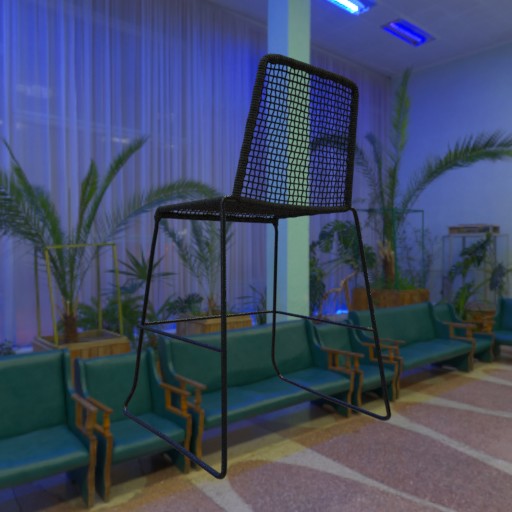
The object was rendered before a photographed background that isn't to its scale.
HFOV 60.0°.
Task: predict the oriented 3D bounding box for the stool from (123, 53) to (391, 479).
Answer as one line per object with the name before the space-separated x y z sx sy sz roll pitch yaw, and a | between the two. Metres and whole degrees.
stool | 0.000 0.000 1.239 0.590 0.905 0.509 0 1 -36
